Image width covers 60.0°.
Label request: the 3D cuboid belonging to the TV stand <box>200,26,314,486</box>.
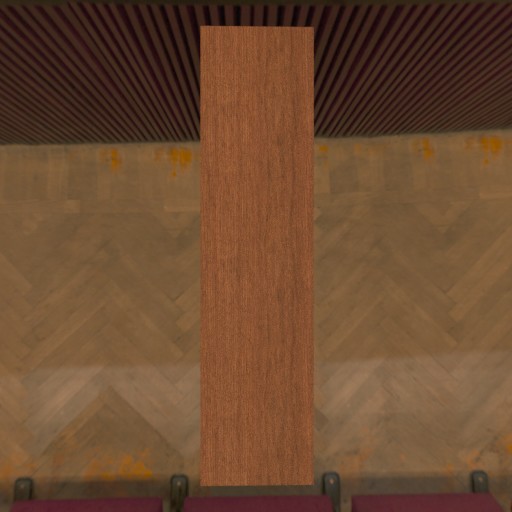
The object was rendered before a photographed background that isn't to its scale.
[{"bbox_3d":[0.000,0.000,1.636,0.366,0.409,1.482,0,90,-1],"label":"TV stand"}]
